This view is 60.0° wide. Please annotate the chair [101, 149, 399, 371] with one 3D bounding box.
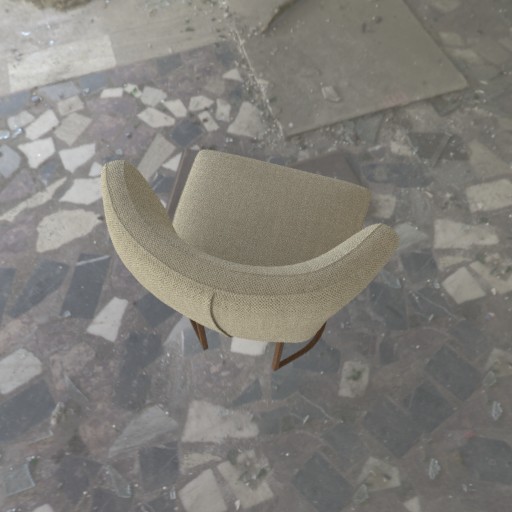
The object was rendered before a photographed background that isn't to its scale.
[{"bbox_3d":[0.000,0.000,1.245,0.611,0.824,0.617,15,65,7],"label":"chair"}]
